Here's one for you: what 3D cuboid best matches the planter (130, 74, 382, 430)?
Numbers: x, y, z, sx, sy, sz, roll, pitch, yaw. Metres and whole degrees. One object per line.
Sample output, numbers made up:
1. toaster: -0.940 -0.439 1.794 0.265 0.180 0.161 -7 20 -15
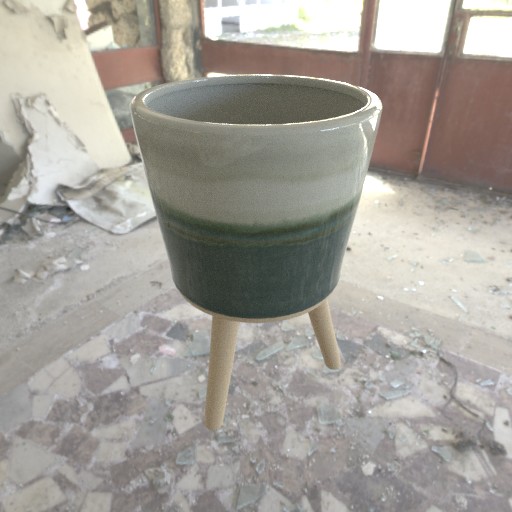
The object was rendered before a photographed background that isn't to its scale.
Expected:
1. planter: 0.000 0.000 0.475 0.217 0.331 0.217 -10 33 -16
